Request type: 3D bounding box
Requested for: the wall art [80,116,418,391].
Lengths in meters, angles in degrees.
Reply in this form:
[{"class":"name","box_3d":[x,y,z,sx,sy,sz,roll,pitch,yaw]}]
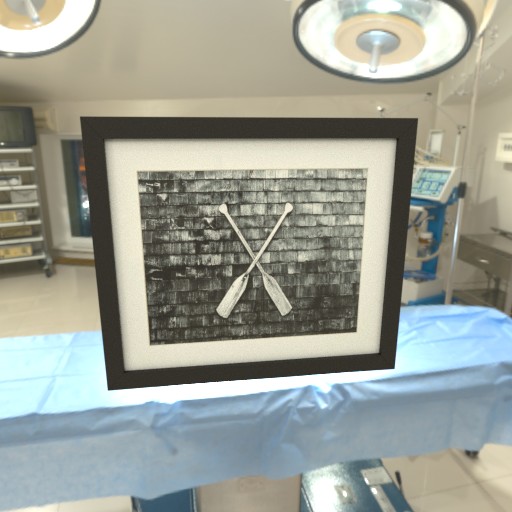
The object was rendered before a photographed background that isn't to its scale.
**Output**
[{"class":"wall art","box_3d":[0.000,0.000,0.554,0.381,0.330,0.029,-2,16,-8]}]
